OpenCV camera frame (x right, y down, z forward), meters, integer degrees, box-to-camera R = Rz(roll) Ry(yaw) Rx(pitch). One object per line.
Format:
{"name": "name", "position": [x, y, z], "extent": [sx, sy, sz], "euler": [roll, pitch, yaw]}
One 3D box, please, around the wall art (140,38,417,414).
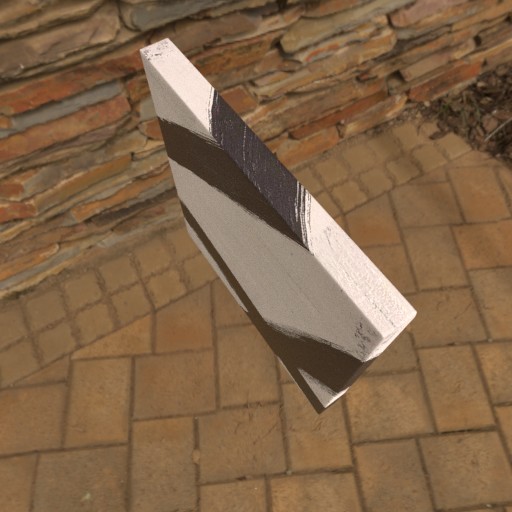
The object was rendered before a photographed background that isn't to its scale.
{"name": "wall art", "position": [0.000, 0.000, 0.754], "extent": [0.050, 0.508, 0.507], "euler": [-31, 67, -15]}
